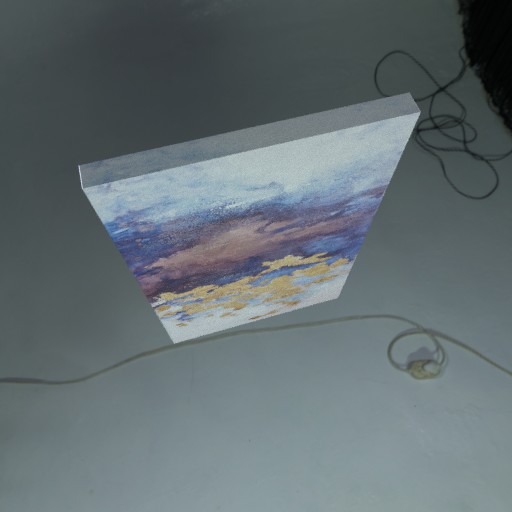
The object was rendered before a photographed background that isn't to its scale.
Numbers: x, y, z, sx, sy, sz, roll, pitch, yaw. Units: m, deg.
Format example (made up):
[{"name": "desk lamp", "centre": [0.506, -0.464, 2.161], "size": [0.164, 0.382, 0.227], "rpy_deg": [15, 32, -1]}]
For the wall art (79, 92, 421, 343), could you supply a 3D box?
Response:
[{"name": "wall art", "centre": [0.000, 0.000, 1.132], "size": [0.583, 0.874, 0.048], "rpy_deg": [-15, 64, -7]}]
